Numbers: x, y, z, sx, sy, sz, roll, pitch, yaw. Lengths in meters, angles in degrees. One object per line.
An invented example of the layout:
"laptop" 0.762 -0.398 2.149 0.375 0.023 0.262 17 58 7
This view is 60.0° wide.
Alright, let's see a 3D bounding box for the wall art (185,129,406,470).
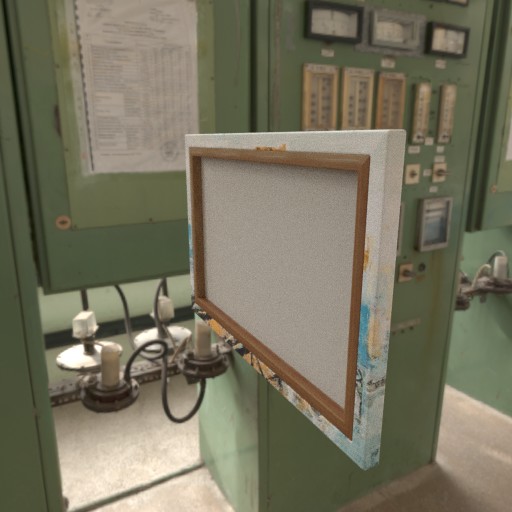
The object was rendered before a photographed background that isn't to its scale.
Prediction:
"wall art" 0.000 0.000 1.140 0.038 0.609 0.913 -8 17 -27
